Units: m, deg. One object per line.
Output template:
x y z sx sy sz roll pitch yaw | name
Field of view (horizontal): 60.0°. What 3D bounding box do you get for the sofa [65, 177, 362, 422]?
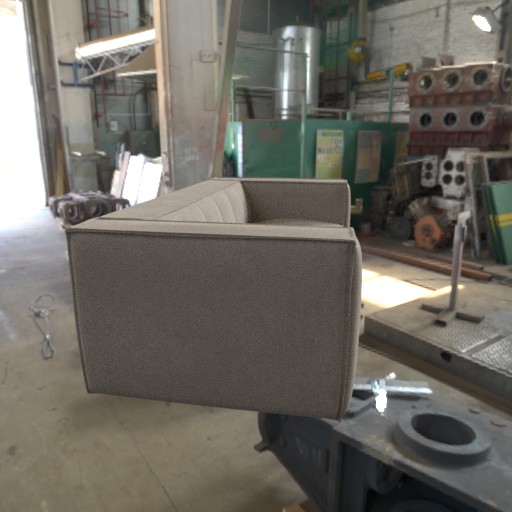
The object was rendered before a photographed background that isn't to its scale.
0.000 0.000 2.429 1.038 0.680 1.995 3 15 10 | sofa
